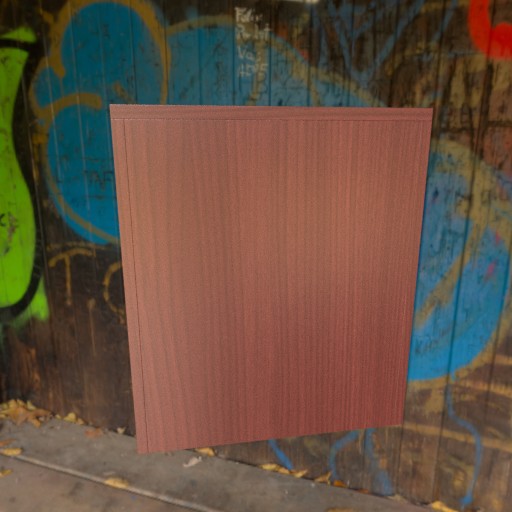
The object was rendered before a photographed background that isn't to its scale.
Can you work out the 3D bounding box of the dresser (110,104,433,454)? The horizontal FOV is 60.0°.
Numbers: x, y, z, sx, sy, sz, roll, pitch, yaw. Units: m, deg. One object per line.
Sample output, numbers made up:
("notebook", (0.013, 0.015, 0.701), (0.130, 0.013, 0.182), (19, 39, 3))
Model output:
("dresser", (0.000, 0.000, 0.768), (0.400, 0.470, 0.360), (-3, 15, -9))
